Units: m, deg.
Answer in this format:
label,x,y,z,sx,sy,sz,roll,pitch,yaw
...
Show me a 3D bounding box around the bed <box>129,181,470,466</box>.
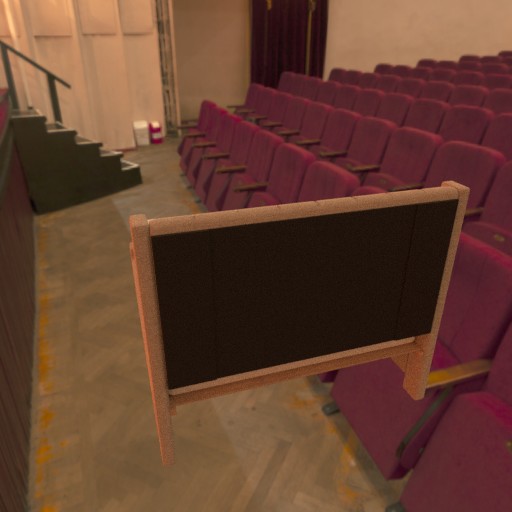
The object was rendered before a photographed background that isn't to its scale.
label,x,y,z,sx,sy,sz,roll,pitch,yaw
bed,0.000,0.000,3.829,2.045,1.743,2.370,-8,28,-16
